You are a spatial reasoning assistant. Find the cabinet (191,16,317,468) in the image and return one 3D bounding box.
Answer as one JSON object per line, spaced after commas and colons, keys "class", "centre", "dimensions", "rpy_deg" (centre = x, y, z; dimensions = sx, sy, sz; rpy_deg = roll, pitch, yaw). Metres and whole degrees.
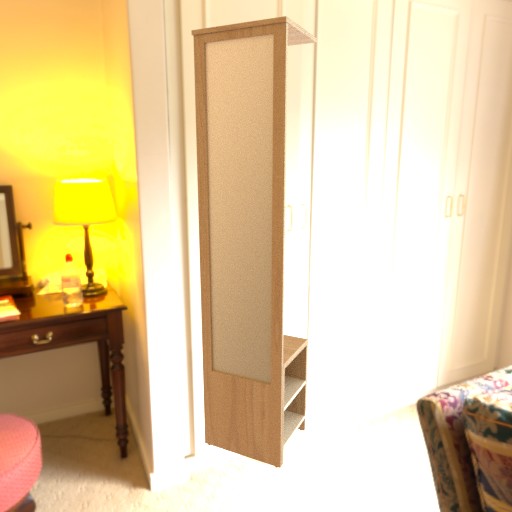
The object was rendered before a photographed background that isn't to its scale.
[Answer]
{"class": "cabinet", "centre": [0.000, 0.000, 2.037], "dimensions": [0.411, 1.879, 0.338], "rpy_deg": [6, 14, 26]}
